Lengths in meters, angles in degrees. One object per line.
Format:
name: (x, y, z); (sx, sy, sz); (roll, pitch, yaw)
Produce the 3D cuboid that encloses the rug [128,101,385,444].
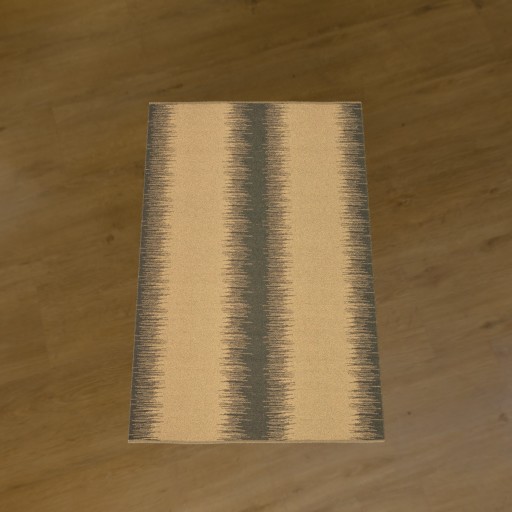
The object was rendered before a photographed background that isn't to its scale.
rug: (0.000, 0.000, 2.350); (1.234, 0.006, 1.854); (0, 76, 0)
